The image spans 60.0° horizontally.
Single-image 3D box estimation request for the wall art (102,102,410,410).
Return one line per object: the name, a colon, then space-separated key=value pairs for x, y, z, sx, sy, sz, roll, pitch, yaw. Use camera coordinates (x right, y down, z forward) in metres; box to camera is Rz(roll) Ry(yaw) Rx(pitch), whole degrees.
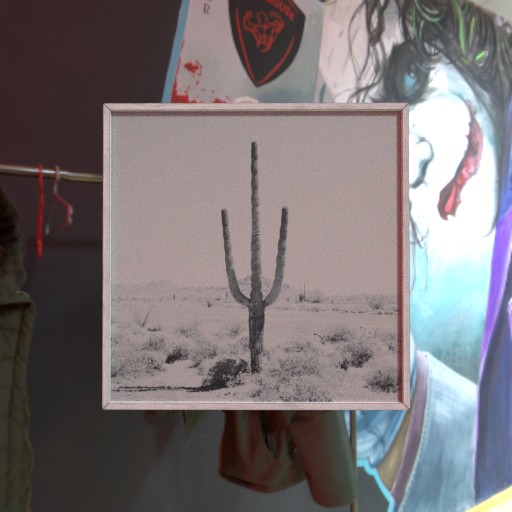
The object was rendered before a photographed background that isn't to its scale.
wall art: x=0.000 y=0.000 z=1.119 sx=0.762 sy=0.762 sz=0.038 roll=0 pitch=-1 yaw=0
